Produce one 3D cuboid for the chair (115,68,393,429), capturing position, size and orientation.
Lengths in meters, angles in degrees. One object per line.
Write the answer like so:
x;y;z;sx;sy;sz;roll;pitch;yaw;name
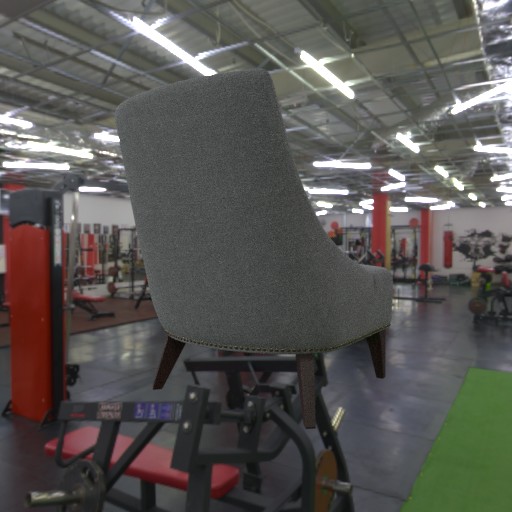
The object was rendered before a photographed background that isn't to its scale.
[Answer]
0.000;0.000;1.495;0.701;0.909;0.861;1;1;34;chair
